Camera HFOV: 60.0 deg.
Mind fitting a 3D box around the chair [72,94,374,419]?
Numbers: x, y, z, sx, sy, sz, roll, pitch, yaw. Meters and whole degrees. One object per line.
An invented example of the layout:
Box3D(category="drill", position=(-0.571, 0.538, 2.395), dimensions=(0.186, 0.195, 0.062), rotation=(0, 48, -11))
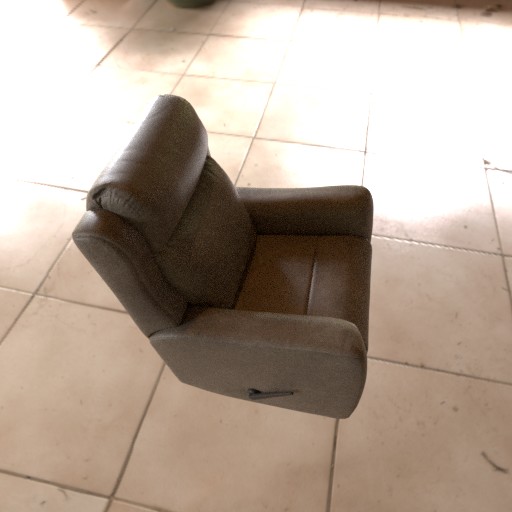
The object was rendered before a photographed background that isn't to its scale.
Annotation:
Box3D(category="chair", position=(0.000, 0.000, 1.938), dimensions=(1.068, 1.116, 0.967), rotation=(9, 49, 8))
